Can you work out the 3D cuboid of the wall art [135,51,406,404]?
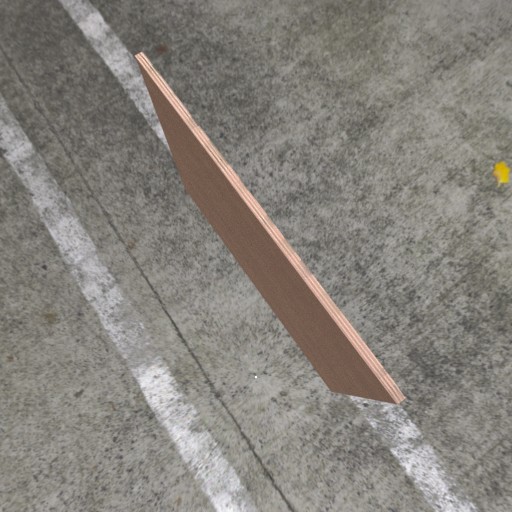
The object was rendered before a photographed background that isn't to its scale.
[{"bbox_3d":[0.000,0.000,0.697,0.012,0.408,0.508,-34,77,-9],"label":"wall art"}]
